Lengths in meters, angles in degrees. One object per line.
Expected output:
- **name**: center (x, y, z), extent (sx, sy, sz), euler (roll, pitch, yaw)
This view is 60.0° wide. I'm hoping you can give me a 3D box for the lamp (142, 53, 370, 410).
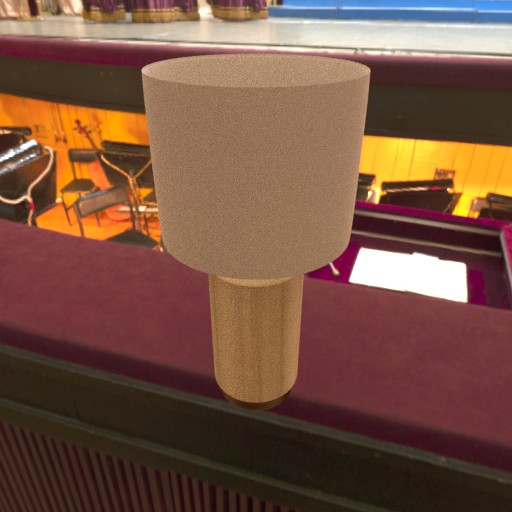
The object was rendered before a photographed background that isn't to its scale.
- **lamp**: center (0.000, 0.000, 0.561), extent (0.228, 0.444, 0.228), euler (9, 32, 15)
